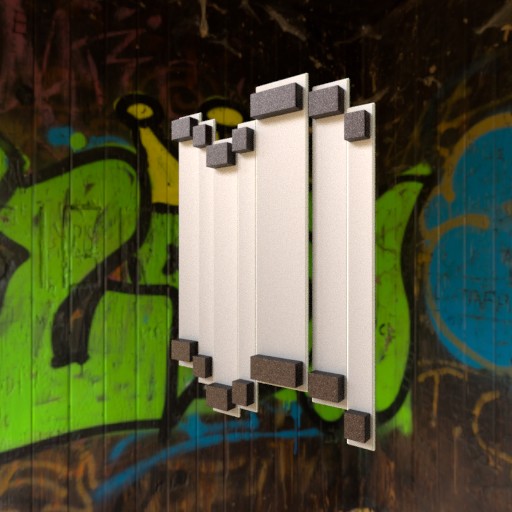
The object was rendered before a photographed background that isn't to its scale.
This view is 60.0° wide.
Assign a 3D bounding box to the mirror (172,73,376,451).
[{"bbox_3d":[0.000,0.000,0.807,0.445,0.611,0.058,0,0,36],"label":"mirror"}]
